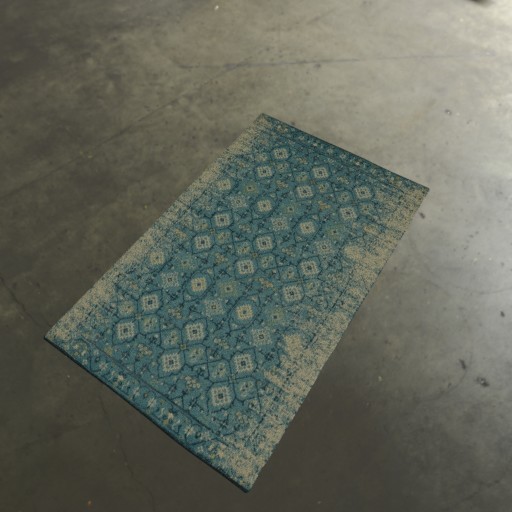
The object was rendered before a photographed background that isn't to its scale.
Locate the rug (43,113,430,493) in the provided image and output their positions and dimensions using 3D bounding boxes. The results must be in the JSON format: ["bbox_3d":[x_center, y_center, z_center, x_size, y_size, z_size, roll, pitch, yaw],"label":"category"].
[{"bbox_3d":[0.000,0.000,3.021,1.530,0.015,2.449,30,63,17],"label":"rug"}]
